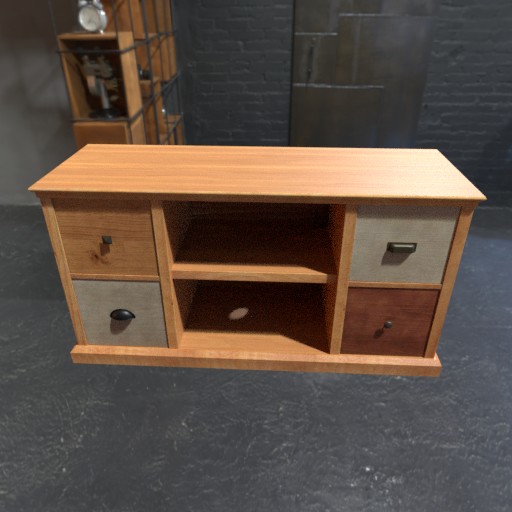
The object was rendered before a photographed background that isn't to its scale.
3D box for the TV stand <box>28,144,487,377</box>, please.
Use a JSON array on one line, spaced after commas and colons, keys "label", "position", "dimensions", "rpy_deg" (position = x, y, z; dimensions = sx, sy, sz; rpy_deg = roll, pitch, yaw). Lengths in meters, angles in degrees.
[{"label": "TV stand", "position": [0.000, 0.000, 1.458], "dimensions": [1.181, 0.607, 0.417], "rpy_deg": [2, 30, 3]}]
